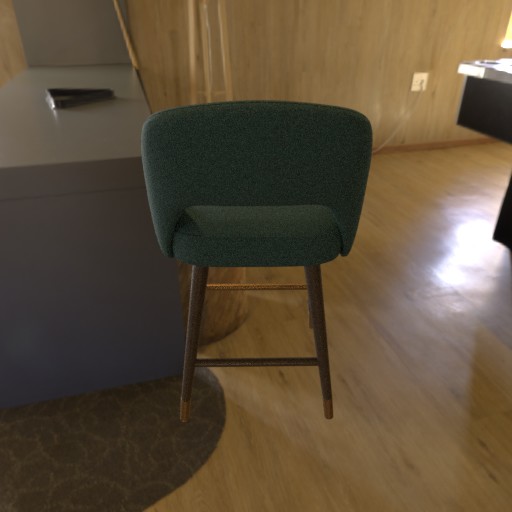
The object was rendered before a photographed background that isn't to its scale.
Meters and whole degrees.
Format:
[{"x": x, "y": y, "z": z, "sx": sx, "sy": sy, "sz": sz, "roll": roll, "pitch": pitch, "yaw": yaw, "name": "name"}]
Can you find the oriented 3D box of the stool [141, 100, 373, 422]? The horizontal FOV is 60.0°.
[{"x": 0.000, "y": 0.000, "z": 1.253, "sx": 0.536, "sy": 0.939, "sz": 0.522, "roll": 0, "pitch": 30, "yaw": -1, "name": "stool"}]
